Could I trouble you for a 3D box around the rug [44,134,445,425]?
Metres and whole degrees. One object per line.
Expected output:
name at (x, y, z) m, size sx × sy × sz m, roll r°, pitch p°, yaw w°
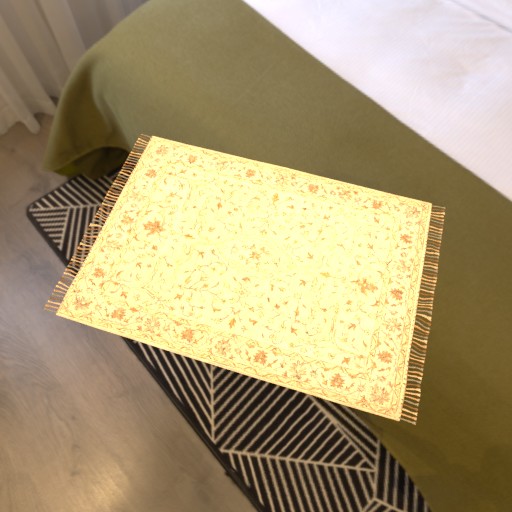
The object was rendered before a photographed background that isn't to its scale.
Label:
rug at (0.000, 0.000, 2.348) m, size 1.861 × 0.017 × 1.218 m, roll 15°, pitch 64°, yaw 8°
